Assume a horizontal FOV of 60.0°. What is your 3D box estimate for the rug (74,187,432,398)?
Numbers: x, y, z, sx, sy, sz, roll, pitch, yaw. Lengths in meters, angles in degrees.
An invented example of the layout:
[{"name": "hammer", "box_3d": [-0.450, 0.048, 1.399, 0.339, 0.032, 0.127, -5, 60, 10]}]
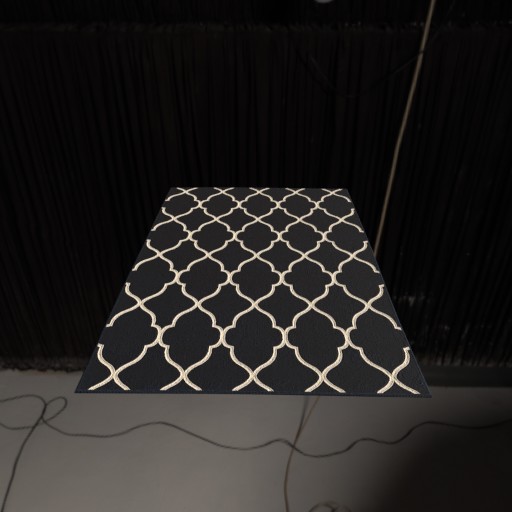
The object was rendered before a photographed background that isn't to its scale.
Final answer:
[{"name": "rug", "box_3d": [0.000, 0.000, 2.855, 1.528, 0.014, 2.294, 0, 31, 1]}]
